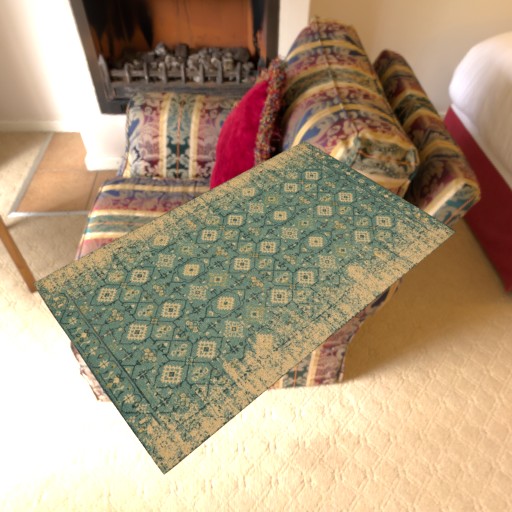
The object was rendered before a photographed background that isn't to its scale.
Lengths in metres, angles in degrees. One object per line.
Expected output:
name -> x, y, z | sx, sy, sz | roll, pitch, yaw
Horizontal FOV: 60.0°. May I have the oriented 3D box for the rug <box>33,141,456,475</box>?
rug -> 0.000, 0.000, 2.166 | 1.795, 0.008, 1.102 | -33, 55, -26
